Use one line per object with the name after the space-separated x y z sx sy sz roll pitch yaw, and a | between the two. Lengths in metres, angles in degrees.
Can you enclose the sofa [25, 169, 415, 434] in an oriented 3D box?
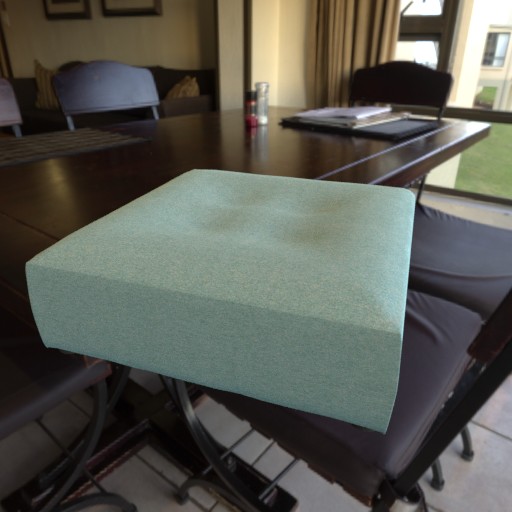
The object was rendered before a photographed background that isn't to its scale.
0.000 0.000 1.419 0.930 0.330 0.930 9 27 17 | sofa
